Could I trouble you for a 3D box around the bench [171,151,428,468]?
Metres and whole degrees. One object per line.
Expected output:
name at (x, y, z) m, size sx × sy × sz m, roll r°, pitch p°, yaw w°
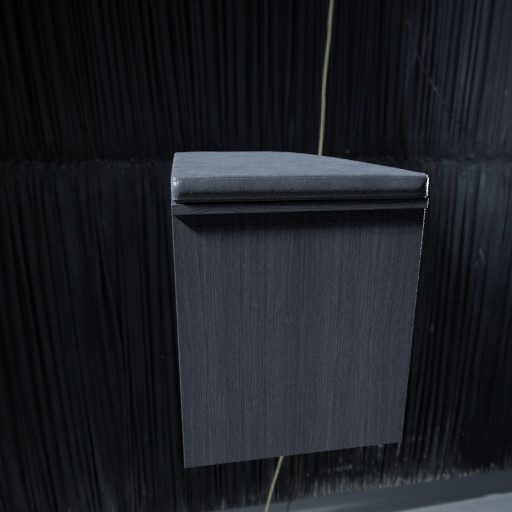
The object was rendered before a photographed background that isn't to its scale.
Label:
bench at (0.000, 0.000, 1.152) m, size 0.401 × 0.501 × 0.905 m, roll -3°, pitch 15°, yaw -9°
